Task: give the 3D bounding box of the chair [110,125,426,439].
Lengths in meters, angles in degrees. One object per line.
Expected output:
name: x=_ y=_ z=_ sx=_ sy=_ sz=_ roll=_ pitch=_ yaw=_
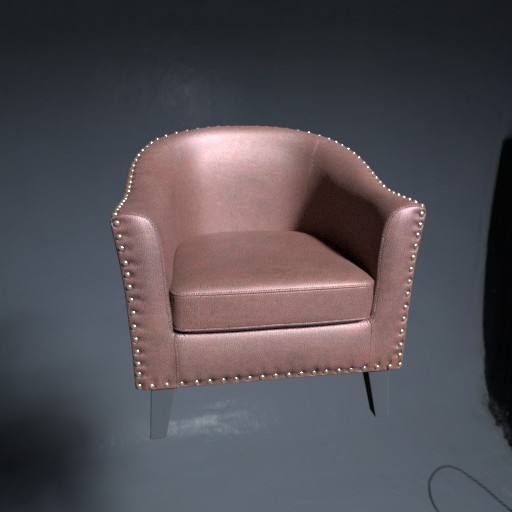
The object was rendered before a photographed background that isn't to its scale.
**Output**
chair: x=0.000 y=0.000 z=1.460 sx=0.794 sy=0.823 sz=0.748 roll=-2 pitch=17 yaw=-8
